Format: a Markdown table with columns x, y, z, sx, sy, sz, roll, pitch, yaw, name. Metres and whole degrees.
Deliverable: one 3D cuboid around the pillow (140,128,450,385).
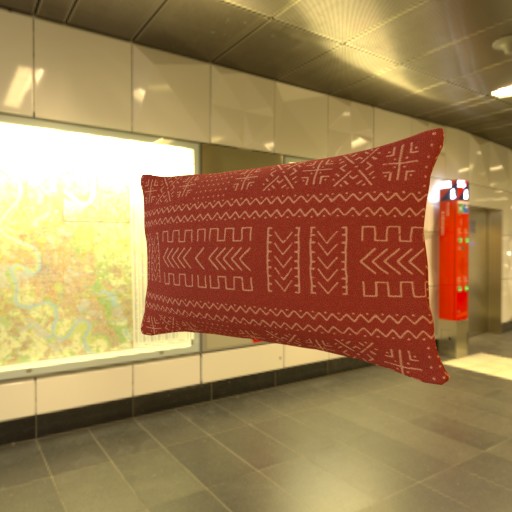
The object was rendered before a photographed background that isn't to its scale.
| x | y | z | sx | sy | sz | roll | pitch | yaw | name |
| --- | --- | --- | --- | --- | --- | --- | --- | --- | --- |
| 0.000 | 0.000 | 0.784 | 0.640 | 0.352 | 0.130 | 1 | 1 | 36 | pillow |
